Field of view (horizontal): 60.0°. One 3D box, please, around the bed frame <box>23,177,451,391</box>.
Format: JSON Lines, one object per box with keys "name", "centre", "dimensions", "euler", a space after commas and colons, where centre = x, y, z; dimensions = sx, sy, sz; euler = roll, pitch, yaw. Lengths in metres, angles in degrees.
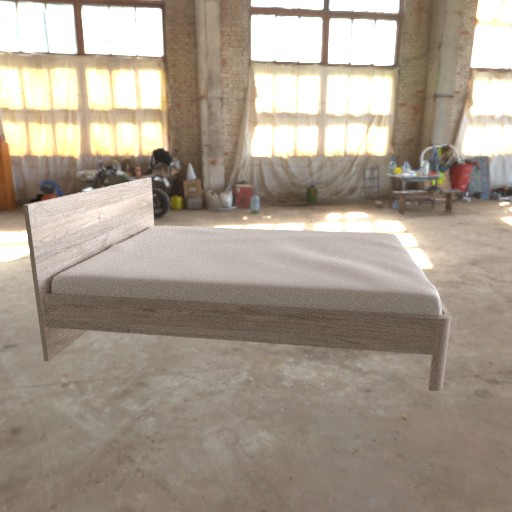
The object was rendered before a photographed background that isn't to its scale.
{"name": "bed frame", "centre": [0.000, 0.000, 2.721], "dimensions": [1.950, 0.800, 1.490], "euler": [2, 15, 9]}
